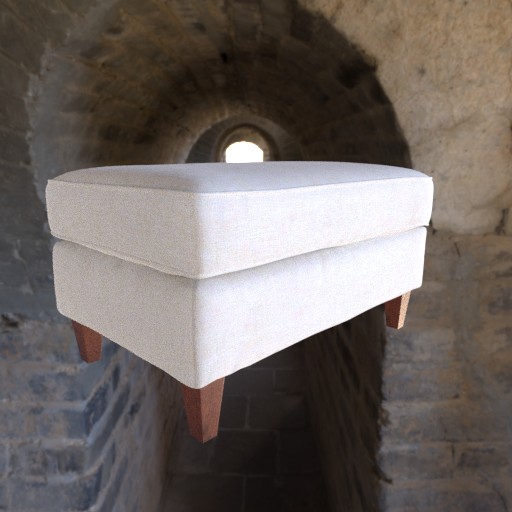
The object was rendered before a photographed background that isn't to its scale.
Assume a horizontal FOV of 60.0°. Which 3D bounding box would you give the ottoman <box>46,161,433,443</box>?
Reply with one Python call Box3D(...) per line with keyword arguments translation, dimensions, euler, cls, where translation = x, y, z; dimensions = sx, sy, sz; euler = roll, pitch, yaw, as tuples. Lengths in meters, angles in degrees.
Box3D(translation=(0.000, 0.000, 1.168), dimensions=(0.583, 0.484, 0.862), euler=(13, 18, 43), cls="ottoman")
